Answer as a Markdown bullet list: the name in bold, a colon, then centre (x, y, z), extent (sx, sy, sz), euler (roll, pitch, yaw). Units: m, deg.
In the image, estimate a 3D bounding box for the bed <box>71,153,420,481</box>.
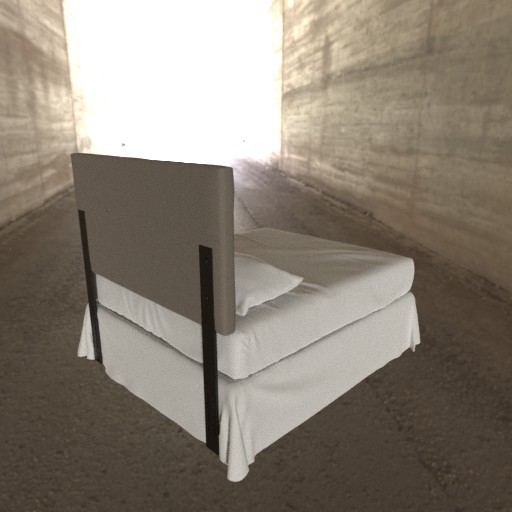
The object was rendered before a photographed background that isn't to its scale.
- **bed**: centre (0.000, 0.000, 3.432), extent (2.222, 1.577, 1.936), euler (-15, 22, -43)
